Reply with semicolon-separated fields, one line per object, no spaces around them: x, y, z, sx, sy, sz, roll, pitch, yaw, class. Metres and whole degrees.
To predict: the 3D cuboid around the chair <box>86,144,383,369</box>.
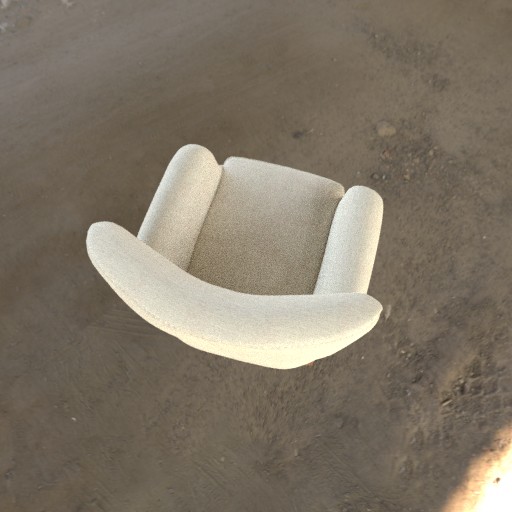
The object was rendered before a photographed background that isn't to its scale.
0.000;0.000;1.712;0.861;0.936;0.921;16;65;7;chair
